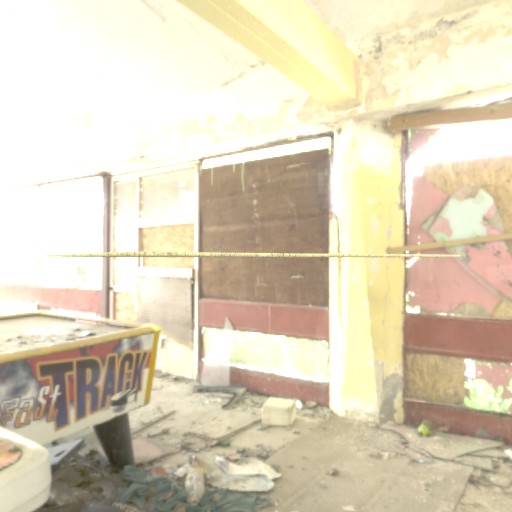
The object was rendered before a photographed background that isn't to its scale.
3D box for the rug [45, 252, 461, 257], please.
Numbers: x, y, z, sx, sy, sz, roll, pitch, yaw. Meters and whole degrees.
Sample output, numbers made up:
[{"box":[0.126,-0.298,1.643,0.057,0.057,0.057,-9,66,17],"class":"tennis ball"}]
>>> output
[{"box":[0.000,0.000,2.882,2.263,0.017,1.523,0,0,-35],"class":"rug"}]
